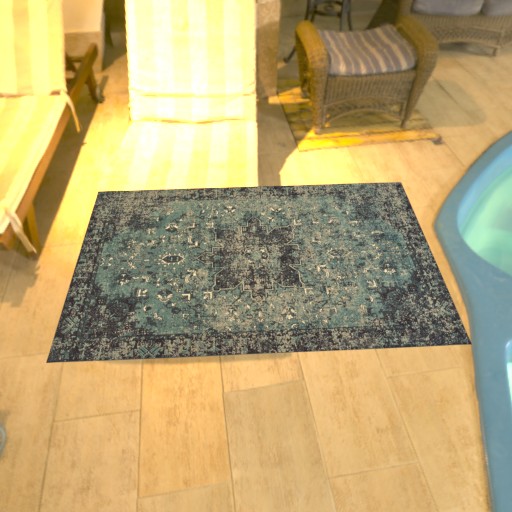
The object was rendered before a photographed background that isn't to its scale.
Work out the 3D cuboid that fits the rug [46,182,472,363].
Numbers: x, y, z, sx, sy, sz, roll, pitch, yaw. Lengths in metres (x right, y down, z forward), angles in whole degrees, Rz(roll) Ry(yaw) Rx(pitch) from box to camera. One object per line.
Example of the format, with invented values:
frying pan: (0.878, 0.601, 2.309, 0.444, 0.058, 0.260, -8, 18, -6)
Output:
rug: (0.000, 0.000, 3.050, 2.440, 0.007, 1.525, -2, 47, -2)
